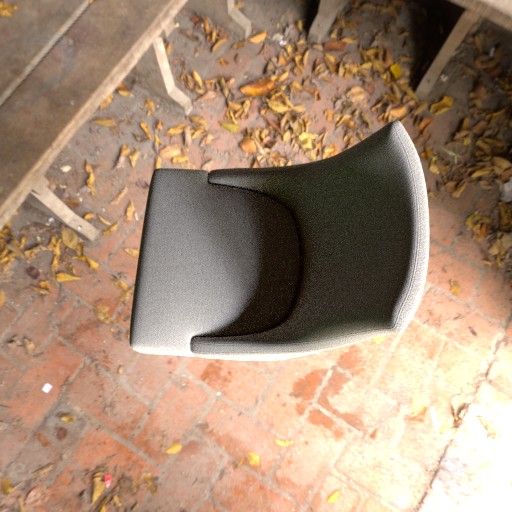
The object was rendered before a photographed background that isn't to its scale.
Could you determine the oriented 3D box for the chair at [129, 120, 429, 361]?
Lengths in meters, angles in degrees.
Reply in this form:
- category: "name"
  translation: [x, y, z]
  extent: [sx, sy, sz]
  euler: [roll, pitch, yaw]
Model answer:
- category: "chair"
  translation: [0.000, 0.000, 1.522]
  extent: [0.861, 0.909, 0.701]
  euler: [4, 75, 1]
